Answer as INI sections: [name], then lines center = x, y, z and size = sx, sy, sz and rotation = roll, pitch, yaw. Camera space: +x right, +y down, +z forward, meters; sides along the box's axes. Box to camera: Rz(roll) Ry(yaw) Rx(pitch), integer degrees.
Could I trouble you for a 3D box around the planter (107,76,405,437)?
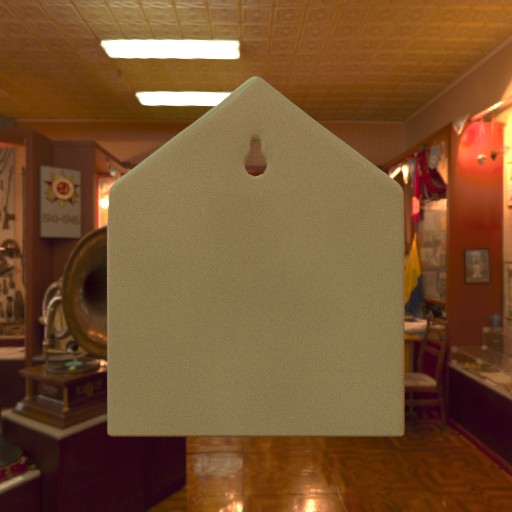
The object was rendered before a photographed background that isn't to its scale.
[planter]
center = 0.000, 0.000, 0.281
size = 0.164, 0.197, 0.079
rotation = 0, 0, 0
